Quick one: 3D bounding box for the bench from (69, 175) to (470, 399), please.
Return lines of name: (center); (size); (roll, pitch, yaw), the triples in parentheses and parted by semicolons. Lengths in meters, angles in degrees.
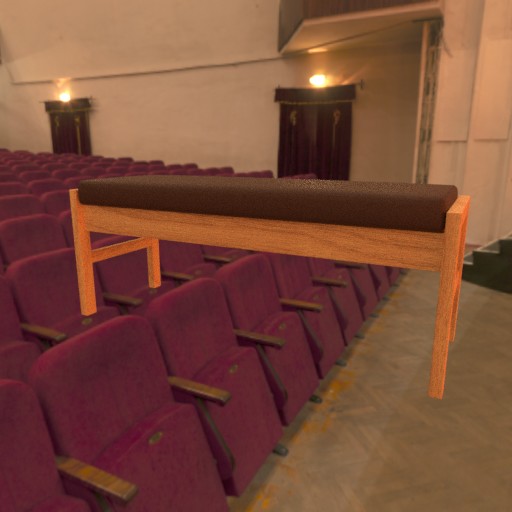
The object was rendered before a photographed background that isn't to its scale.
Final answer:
bench: (0.000, 0.000, 1.436); (1.200, 0.480, 0.405); (7, 15, 27)
